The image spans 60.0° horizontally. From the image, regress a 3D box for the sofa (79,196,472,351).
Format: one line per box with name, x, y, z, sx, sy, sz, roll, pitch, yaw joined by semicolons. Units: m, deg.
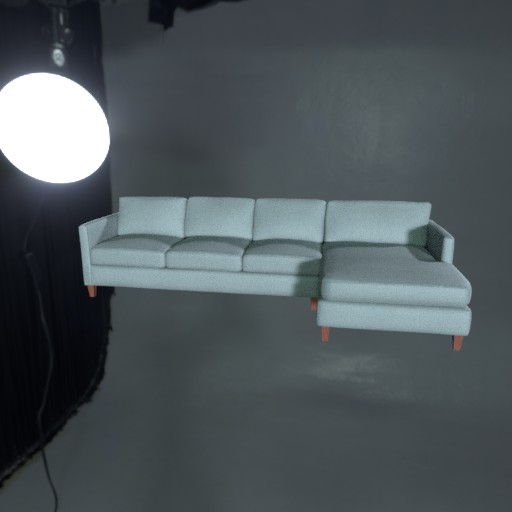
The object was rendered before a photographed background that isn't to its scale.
sofa;0.000;0.000;4.165;3.471;0.950;1.604;2;14;9
